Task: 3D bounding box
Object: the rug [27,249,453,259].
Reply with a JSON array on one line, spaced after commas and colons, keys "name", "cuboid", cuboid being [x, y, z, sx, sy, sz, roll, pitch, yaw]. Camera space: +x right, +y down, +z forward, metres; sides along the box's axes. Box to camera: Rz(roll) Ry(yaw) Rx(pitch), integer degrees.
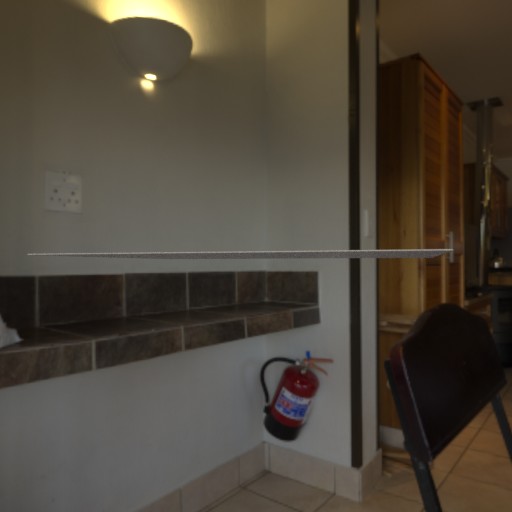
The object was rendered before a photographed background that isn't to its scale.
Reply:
[{"name": "rug", "cuboid": [0.000, 0.000, 3.745, 2.890, 0.013, 2.005, 0, -1, 19]}]
